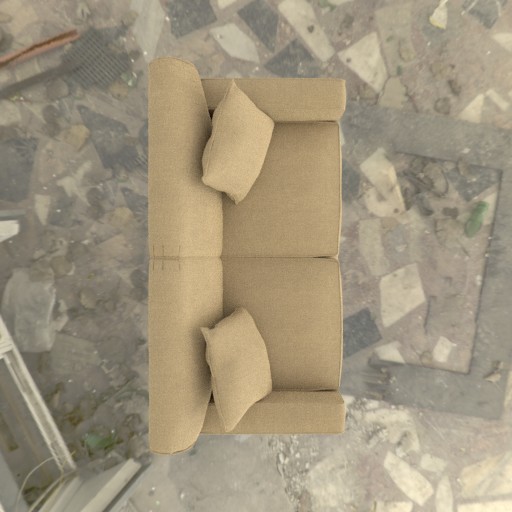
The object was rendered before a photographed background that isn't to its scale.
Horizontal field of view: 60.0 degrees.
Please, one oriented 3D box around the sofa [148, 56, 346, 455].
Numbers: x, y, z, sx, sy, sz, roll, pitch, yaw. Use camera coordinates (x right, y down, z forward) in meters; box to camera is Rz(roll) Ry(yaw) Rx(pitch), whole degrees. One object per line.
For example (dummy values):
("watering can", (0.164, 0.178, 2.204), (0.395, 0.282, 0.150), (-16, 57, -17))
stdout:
("sofa", (0.000, 0.000, 2.440), (0.998, 0.958, 1.846), (0, 90, 0))
